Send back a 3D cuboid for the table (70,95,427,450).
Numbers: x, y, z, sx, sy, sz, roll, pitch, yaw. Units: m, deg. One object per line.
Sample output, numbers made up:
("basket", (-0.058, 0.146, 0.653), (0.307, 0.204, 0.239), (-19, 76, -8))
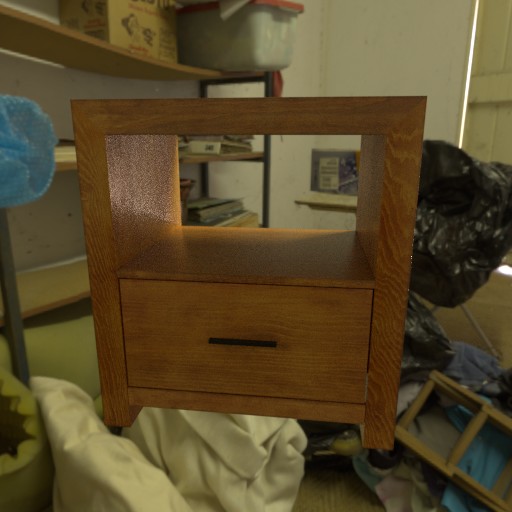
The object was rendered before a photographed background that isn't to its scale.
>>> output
("table", (0.000, 0.000, 0.938), (0.550, 0.605, 0.400), (2, 16, 7))
